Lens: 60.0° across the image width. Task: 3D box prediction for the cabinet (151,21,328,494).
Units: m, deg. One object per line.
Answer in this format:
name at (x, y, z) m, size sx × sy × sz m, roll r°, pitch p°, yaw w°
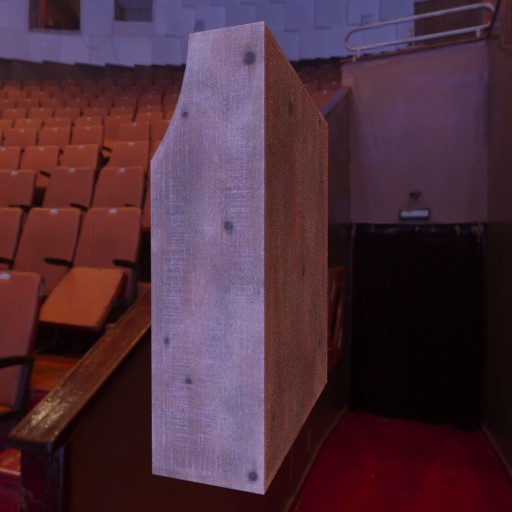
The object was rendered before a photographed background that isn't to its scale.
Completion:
cabinet at (0.000, 0.000, 0.813) m, size 0.184 × 0.590 × 0.489 m, roll 0°, pitch 1°, yaw 18°
